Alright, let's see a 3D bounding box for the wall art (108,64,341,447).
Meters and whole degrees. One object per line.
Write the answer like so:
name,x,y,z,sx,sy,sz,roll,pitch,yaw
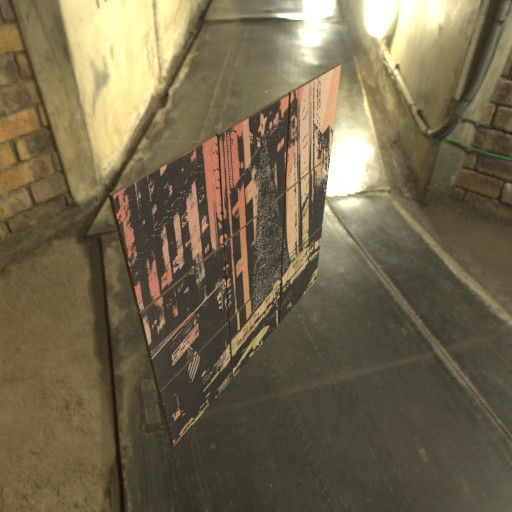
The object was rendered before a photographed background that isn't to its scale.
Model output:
wall art,0.000,0.000,1.376,0.010,0.917,0.919,24,45,26
